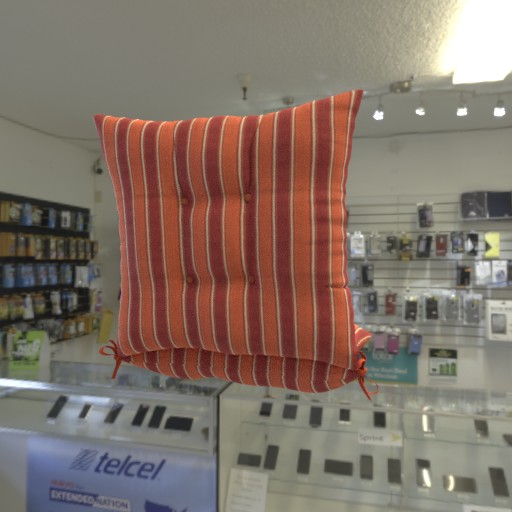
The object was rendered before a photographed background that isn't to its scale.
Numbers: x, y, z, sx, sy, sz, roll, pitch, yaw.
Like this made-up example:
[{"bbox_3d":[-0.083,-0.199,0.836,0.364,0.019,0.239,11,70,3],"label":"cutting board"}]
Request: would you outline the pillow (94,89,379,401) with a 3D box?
[{"bbox_3d":[0.000,0.000,1.011,0.541,0.536,0.585,0,-1,16],"label":"pillow"}]
